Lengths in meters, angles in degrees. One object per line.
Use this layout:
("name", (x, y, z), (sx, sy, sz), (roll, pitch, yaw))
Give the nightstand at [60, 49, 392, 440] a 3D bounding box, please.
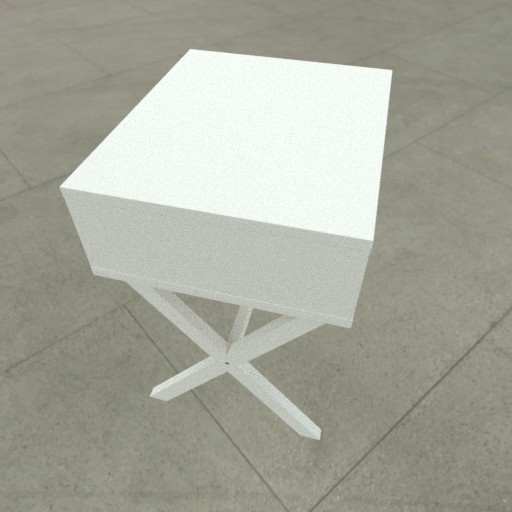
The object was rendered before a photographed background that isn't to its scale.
("nightstand", (0.000, 0.000, 0.922), (0.402, 0.623, 0.479), (11, 46, 10))
